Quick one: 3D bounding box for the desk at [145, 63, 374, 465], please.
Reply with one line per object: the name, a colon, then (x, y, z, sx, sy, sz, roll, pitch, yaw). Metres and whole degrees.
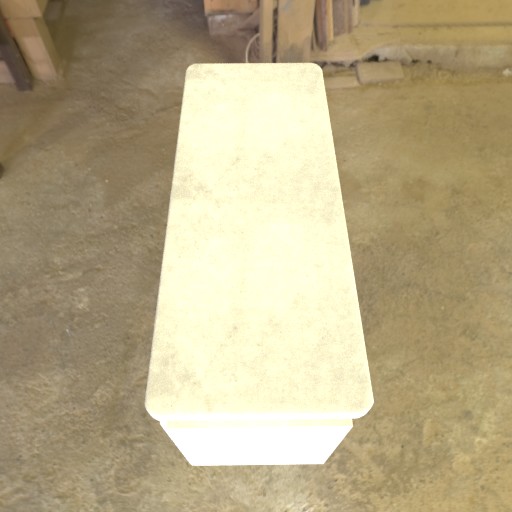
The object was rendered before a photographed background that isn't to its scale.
desk: (0.000, 0.000, 1.743, 0.550, 0.755, 1.400, -1, 57, 0)
